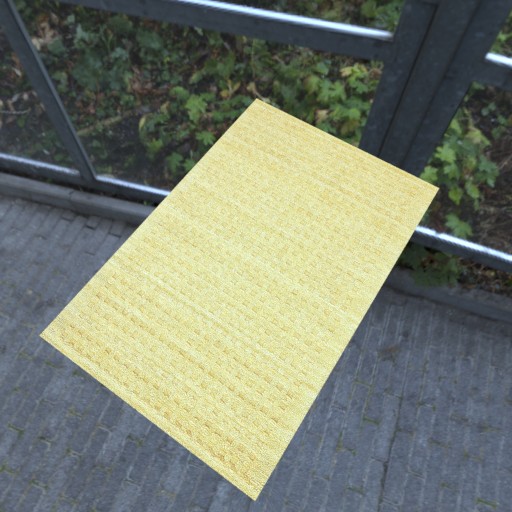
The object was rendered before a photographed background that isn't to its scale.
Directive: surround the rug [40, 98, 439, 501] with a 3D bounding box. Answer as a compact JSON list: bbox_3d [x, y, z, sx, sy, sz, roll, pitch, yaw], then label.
[{"bbox_3d":[0.000,0.000,2.837,1.524,0.006,2.286,31,67,15],"label":"rug"}]
